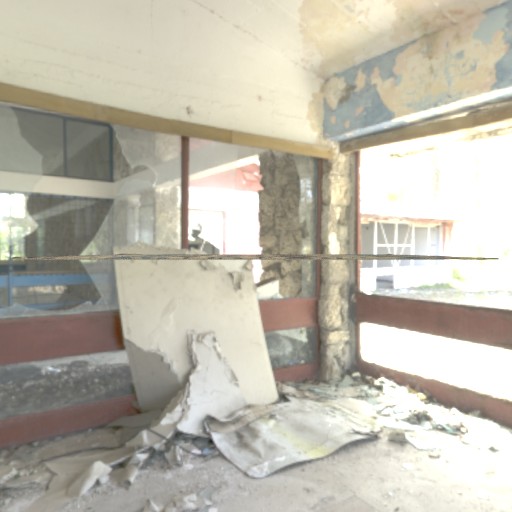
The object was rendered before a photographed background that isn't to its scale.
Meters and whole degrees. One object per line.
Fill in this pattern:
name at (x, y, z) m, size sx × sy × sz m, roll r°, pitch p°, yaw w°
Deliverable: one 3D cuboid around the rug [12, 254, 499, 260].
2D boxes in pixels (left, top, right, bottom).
rug at (0.000, 0.000, 4.131) m, size 3.228 × 0.024 × 2.443 m, roll 0°, pitch 1°, yaw 0°
